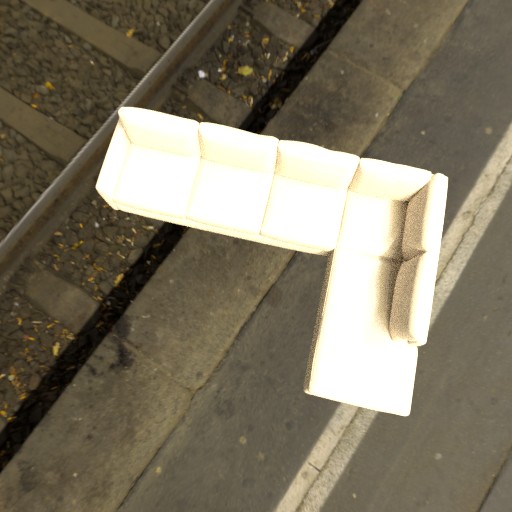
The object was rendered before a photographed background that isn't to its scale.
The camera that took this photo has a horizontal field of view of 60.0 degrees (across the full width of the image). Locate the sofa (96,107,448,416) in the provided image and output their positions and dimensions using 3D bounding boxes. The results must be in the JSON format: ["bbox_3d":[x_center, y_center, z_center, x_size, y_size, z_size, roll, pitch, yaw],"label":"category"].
[{"bbox_3d":[0.000,0.000,3.783,2.949,0.815,2.007,13,76,3],"label":"sofa"}]
